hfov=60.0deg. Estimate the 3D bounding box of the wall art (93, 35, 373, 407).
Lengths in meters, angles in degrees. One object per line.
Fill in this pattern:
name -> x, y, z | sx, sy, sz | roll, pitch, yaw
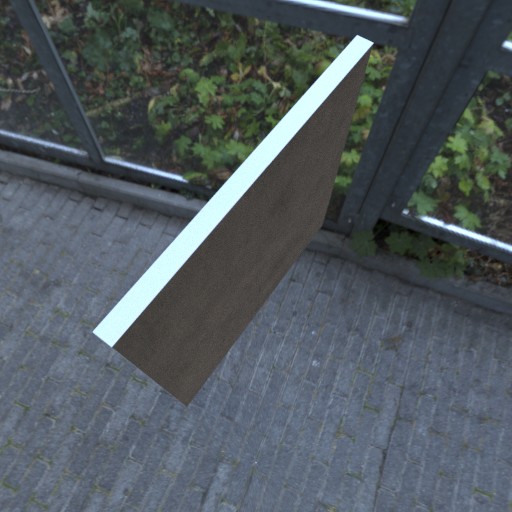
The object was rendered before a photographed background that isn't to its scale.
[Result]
wall art -> 0.000, 0.000, 0.665 | 0.023, 0.453, 0.455 | 33, 69, 14
